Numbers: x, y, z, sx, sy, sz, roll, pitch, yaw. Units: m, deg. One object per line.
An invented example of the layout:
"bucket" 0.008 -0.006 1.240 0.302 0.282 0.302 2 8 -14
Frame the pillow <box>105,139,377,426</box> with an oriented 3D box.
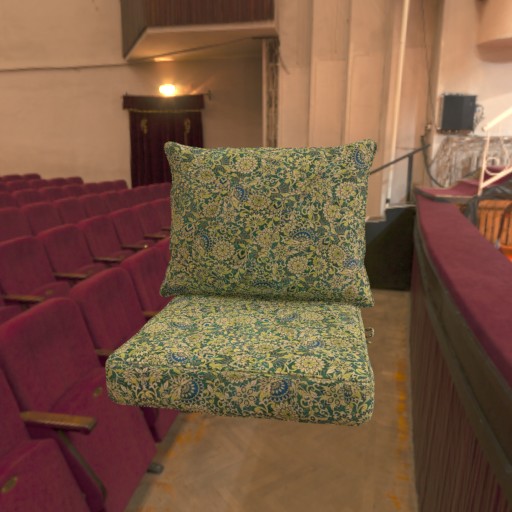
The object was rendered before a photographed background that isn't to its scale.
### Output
"pillow" 0.000 0.000 1.383 0.798 0.722 0.740 2 13 9
